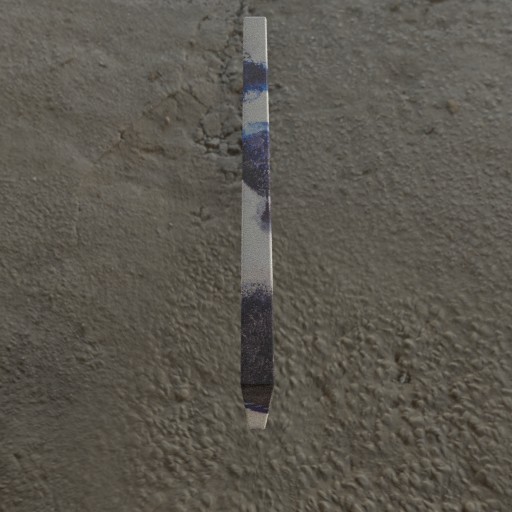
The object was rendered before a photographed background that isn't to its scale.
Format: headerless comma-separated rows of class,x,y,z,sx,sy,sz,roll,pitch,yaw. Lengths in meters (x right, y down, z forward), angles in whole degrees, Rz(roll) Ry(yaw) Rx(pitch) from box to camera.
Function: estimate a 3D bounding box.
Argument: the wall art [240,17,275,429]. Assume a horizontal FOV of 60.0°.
wall art,0.000,0.000,0.894,0.039,0.609,0.609,0,65,0
